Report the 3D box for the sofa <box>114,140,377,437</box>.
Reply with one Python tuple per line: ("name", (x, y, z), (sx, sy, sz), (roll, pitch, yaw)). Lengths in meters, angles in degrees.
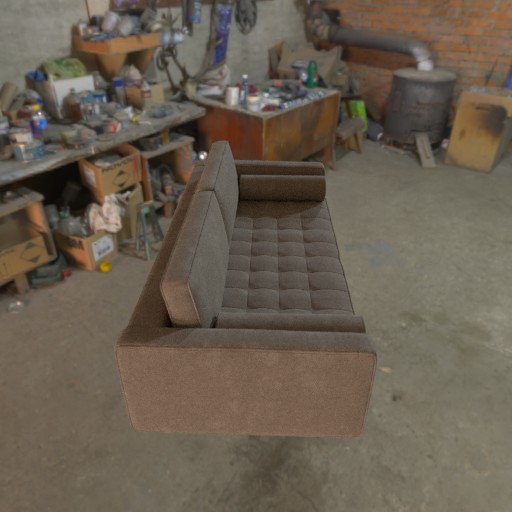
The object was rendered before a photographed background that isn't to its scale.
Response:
("sofa", (0.000, 0.000, 2.353), (0.920, 0.769, 1.883), (1, 32, 2))
